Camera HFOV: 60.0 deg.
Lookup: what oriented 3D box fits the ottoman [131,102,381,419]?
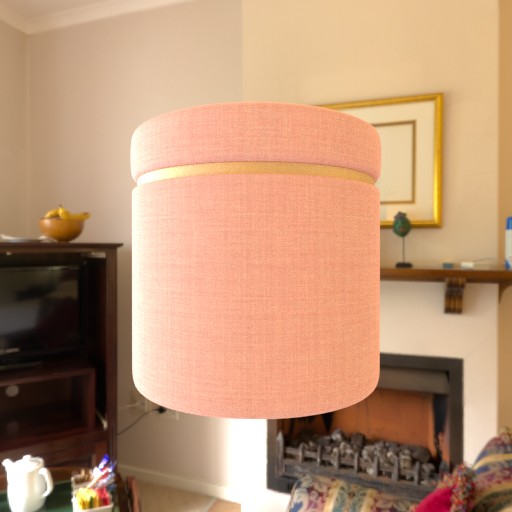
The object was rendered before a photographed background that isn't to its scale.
[{"bbox_3d":[0.000,0.000,0.736,0.400,0.406,0.400,0,0,0],"label":"ottoman"}]
